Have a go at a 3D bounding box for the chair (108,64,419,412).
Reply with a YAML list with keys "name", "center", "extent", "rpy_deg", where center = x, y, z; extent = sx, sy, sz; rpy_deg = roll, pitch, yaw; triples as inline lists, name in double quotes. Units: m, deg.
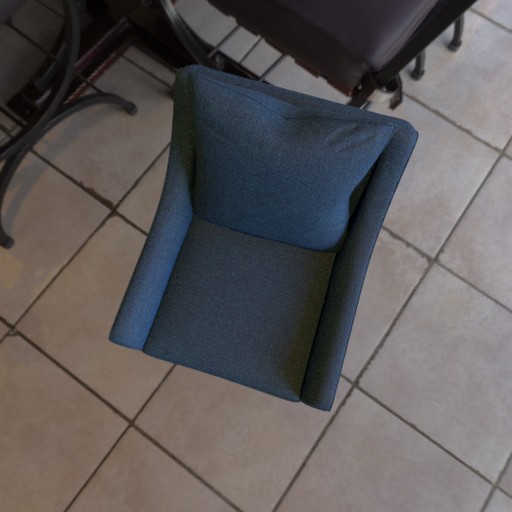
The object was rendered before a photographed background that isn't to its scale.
- name: "chair"
  center: [0.000, 0.000, 1.553]
  extent: [0.750, 0.939, 0.870]
  rpy_deg: [17, 75, 4]
